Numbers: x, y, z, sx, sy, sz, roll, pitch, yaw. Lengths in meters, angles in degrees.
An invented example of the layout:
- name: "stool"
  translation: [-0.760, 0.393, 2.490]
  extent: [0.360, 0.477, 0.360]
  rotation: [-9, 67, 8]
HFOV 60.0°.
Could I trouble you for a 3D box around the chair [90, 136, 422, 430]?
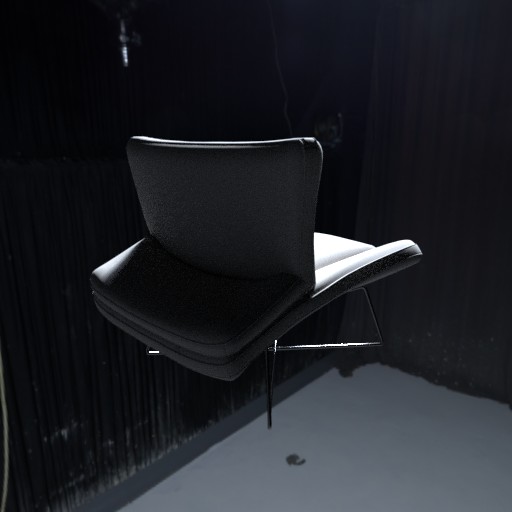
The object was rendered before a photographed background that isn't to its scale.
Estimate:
- name: "chair"
  translation: [0.000, 0.000, 1.645]
  extent: [0.859, 0.855, 1.008]
  rotation: [15, 21, 43]
